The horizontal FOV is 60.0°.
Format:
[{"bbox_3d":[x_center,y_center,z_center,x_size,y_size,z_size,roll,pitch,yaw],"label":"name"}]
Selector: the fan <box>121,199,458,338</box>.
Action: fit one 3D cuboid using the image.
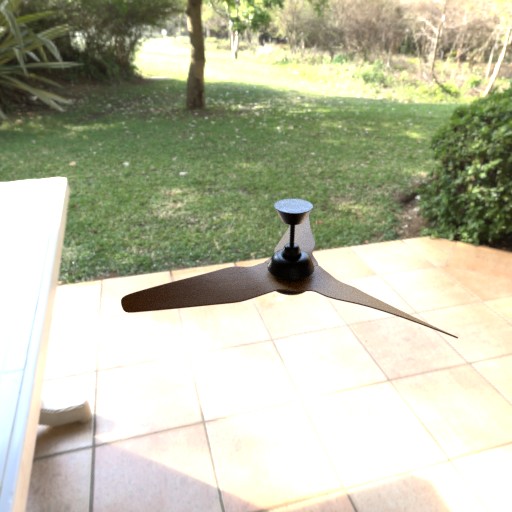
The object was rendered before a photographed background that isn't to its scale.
[{"bbox_3d":[0.000,0.000,1.666,1.010,0.355,1.142,-11,30,-19],"label":"fan"}]
